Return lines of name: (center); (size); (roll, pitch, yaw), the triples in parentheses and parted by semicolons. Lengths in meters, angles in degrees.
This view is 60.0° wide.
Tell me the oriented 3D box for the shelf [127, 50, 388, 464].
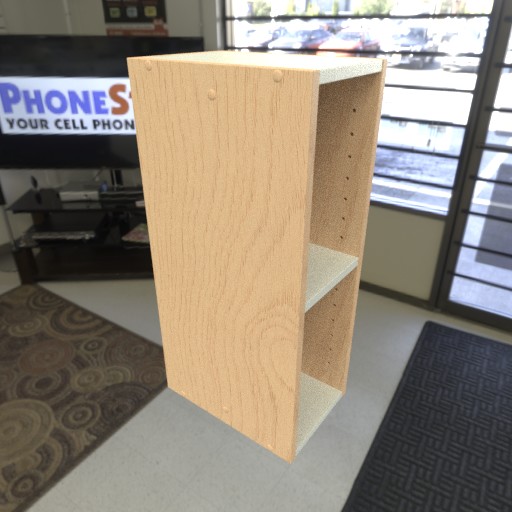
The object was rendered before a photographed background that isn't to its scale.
shelf: (0.000, 0.000, 0.734); (0.290, 0.600, 0.200); (19, 34, 32)
